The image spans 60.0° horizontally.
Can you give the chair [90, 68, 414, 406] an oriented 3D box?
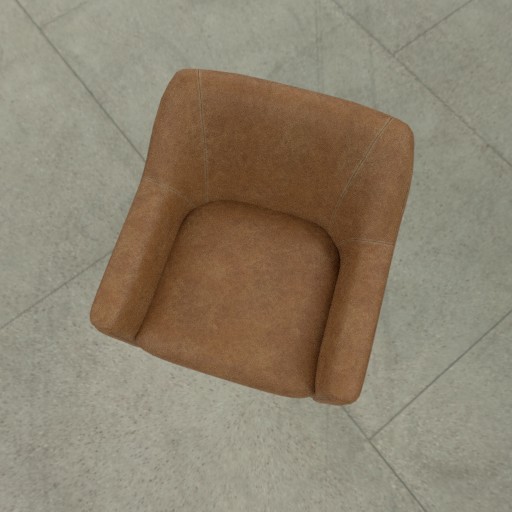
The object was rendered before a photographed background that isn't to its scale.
[{"bbox_3d":[0.000,0.000,1.875,1.037,0.980,1.034,16,73,5],"label":"chair"}]
